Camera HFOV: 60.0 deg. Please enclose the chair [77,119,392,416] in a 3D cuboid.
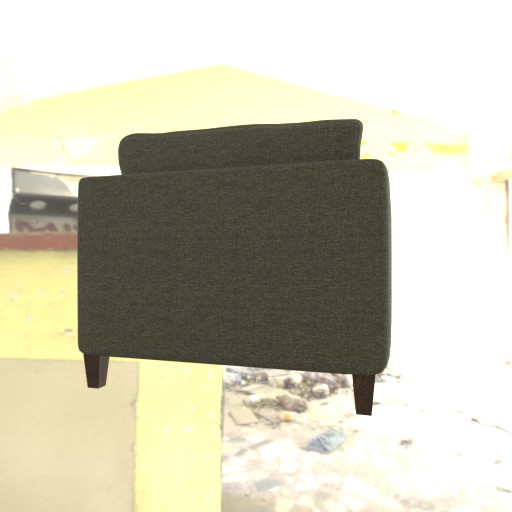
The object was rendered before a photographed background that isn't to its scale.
[{"bbox_3d":[0.000,0.000,1.886,1.107,0.963,0.959,0,-1,17],"label":"chair"}]
